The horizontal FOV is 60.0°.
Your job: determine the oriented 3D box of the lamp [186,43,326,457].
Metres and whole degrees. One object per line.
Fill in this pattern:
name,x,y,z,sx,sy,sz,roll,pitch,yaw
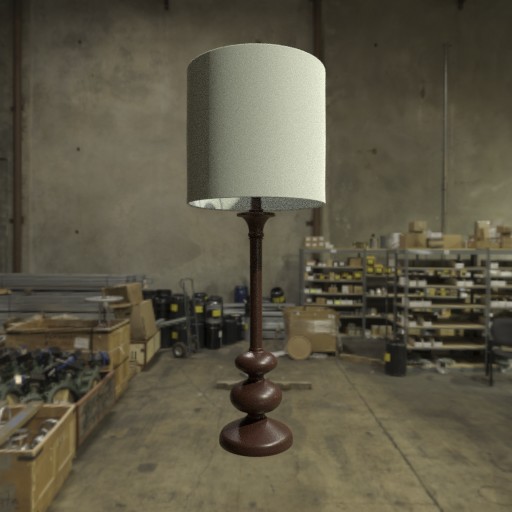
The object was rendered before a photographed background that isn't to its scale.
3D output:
lamp,0.000,0.000,0.822,0.254,0.690,0.254,0,1,-1
